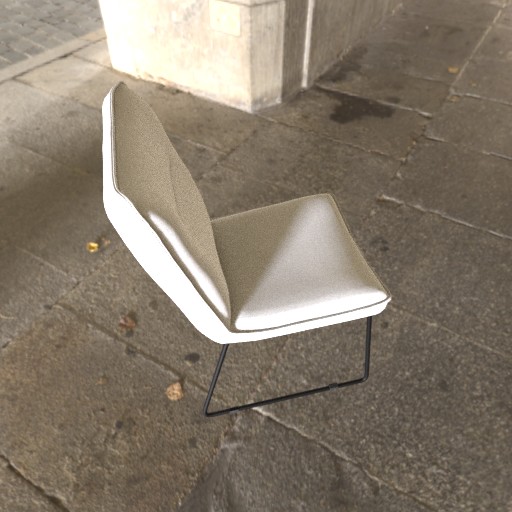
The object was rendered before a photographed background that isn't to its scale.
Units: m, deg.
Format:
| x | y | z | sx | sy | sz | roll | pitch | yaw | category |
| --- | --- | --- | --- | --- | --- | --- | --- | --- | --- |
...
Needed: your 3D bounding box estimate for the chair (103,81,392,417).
| x | y | z | sx | sy | sz | roll | pitch | yaw | category |
| --- | --- | --- | --- | --- | --- | --- | --- | --- | --- |
| 0.000 | 0.000 | 1.330 | 0.688 | 0.930 | 0.515 | -10 | 47 | -9 | chair |
